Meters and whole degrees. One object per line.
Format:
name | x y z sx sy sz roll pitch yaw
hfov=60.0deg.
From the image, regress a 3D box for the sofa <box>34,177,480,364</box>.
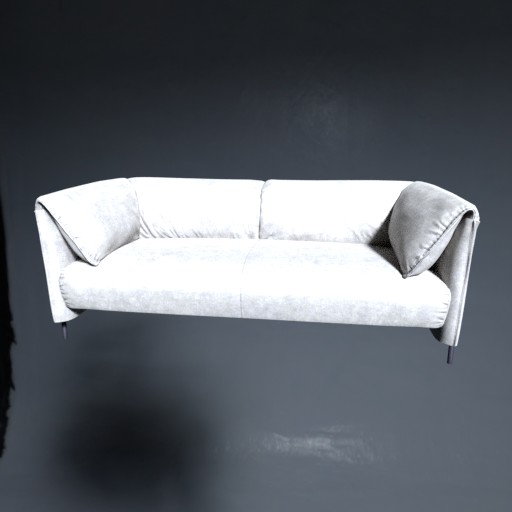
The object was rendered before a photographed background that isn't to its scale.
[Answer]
sofa | 0.000 0.000 2.305 1.878 0.747 0.905 2 14 8
